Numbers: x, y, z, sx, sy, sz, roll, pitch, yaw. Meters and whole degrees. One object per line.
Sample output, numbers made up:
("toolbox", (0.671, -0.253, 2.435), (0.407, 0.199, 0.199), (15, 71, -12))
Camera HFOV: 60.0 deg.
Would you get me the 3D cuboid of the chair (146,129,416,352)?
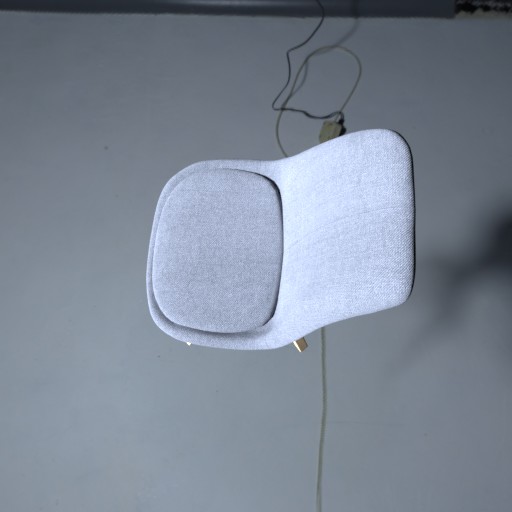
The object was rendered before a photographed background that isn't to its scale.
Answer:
("chair", (0.000, 0.000, 1.155), (0.550, 0.850, 0.485), (3, 76, 1))
